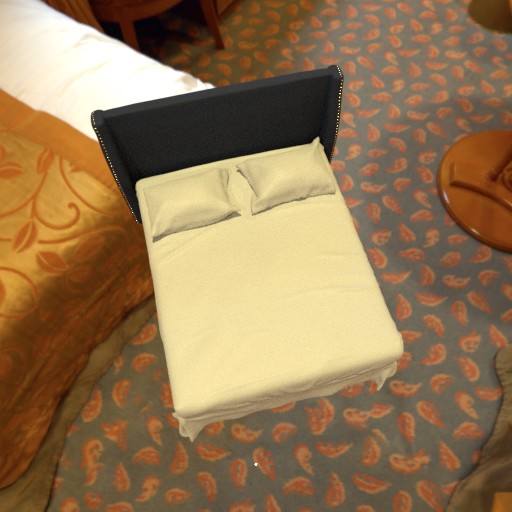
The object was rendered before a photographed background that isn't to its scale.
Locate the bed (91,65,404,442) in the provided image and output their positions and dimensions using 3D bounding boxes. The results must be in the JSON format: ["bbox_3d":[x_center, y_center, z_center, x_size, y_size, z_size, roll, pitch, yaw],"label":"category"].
[{"bbox_3d":[0.000,0.000,3.428,1.925,1.332,2.276,-13,66,-6],"label":"bed"}]
